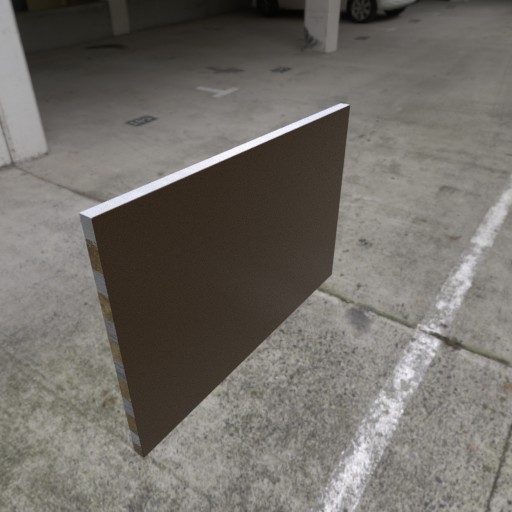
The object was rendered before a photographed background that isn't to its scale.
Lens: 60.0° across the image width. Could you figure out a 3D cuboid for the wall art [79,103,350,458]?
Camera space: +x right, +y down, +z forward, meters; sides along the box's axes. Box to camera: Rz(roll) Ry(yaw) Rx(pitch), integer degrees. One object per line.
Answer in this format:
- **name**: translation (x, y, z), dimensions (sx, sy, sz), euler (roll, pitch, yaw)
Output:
- **wall art**: translation (0.000, 0.000, 1.463), dimensions (0.041, 0.762, 1.145), euler (21, 37, 30)
